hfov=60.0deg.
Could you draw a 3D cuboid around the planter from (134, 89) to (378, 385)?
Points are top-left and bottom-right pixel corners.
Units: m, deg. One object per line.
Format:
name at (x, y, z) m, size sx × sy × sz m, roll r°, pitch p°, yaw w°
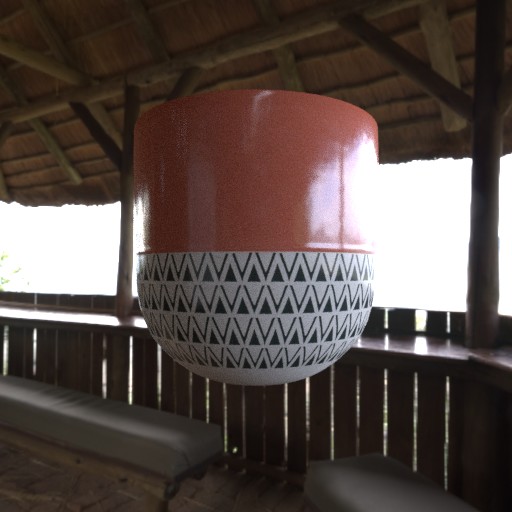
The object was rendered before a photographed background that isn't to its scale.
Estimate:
planter at (0.000, 0.000, 0.497) m, size 0.266 × 0.270 × 0.266 m, roll 0°, pitch -2°, yaw 0°
